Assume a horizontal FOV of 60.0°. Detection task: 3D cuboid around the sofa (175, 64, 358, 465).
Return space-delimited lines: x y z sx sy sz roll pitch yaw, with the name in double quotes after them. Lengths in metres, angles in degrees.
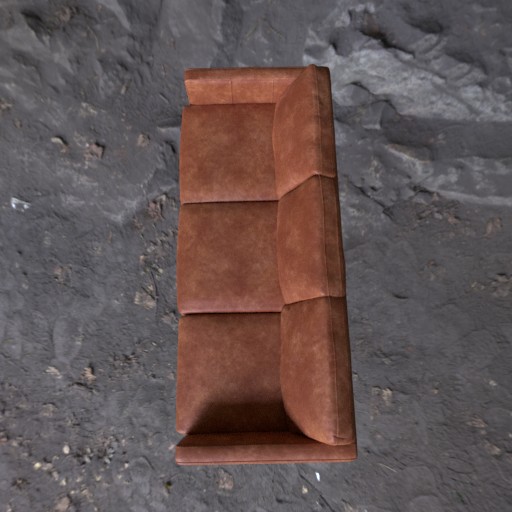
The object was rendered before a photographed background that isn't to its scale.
0.000 0.000 2.957 1.045 1.006 2.464 -1 75 0 "sofa"
